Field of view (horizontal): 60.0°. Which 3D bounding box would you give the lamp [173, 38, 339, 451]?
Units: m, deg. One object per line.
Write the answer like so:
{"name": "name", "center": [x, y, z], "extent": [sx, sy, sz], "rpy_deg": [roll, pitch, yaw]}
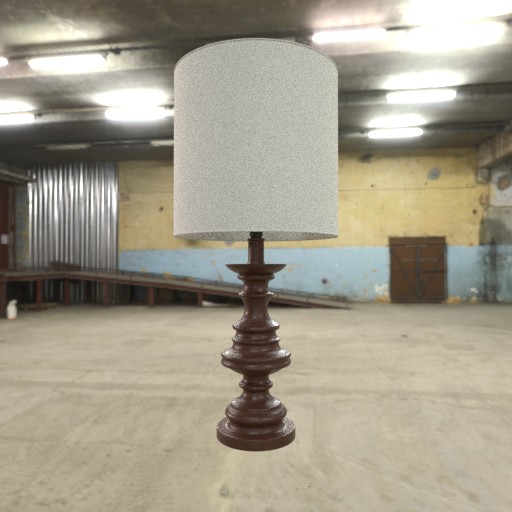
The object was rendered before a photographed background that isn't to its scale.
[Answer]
{"name": "lamp", "center": [0.000, 0.000, 0.567], "extent": [0.208, 0.455, 0.208], "rpy_deg": [-1, -1, 36]}
